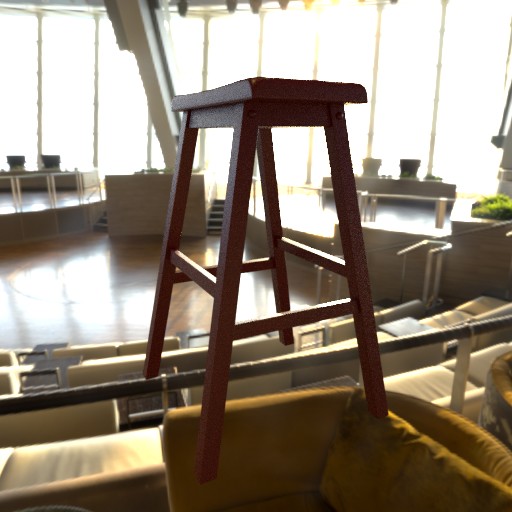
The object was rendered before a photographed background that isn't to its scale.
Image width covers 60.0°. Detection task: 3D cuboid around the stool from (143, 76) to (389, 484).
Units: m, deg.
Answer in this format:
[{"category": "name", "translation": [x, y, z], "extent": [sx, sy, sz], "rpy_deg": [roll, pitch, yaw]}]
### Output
[{"category": "stool", "translation": [0.000, 0.000, 1.050], "extent": [0.476, 0.737, 0.457], "rpy_deg": [-8, 17, -26]}]
